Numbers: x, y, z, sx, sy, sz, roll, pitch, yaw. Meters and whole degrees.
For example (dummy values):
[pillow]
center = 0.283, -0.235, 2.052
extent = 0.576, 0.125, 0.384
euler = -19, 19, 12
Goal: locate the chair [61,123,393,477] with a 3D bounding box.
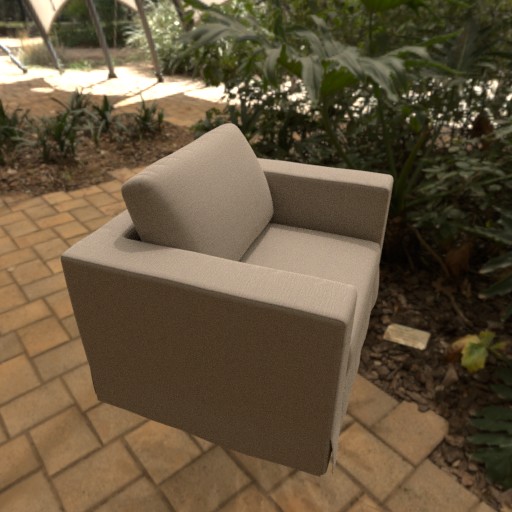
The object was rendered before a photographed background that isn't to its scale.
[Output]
[chair]
center = 0.000, 0.000, 1.818
extent = 0.957, 0.878, 1.150
euler = 11, 33, 18
